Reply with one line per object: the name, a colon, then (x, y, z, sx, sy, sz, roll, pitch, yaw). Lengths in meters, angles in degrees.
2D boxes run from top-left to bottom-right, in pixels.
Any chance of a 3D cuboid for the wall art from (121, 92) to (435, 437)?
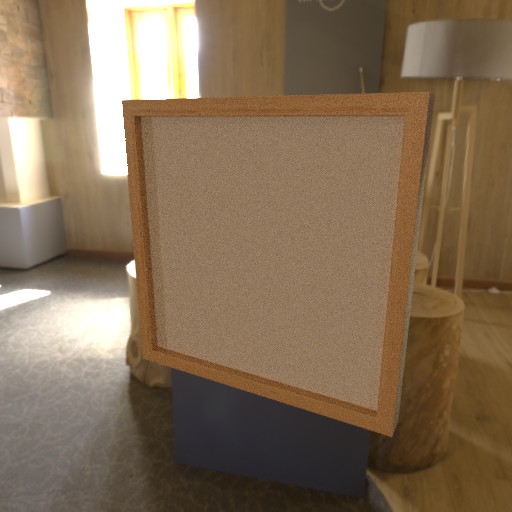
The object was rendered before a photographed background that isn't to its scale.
wall art: (0.000, 0.000, 0.449, 0.303, 0.303, 0.028, 9, 19, 27)
